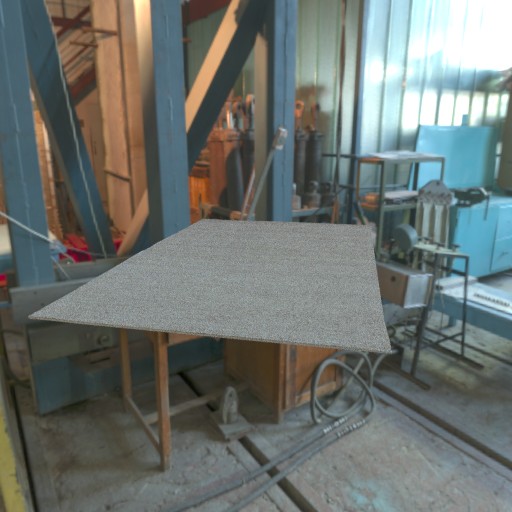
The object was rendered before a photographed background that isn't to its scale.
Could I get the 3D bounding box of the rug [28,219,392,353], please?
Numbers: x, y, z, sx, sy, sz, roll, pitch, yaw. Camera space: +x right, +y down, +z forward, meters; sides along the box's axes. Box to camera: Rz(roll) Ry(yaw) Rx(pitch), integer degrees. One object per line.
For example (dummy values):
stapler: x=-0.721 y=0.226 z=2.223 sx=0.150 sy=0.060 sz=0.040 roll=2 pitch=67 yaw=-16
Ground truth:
rug: x=0.000 y=0.000 z=2.177 sx=1.154 sy=0.021 sz=1.792 roll=3 pitch=16 yaw=12
